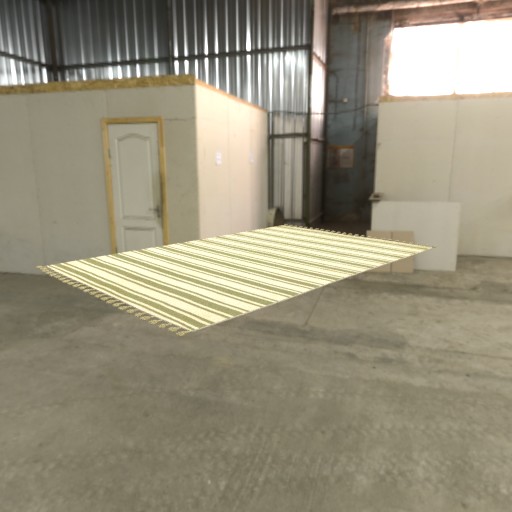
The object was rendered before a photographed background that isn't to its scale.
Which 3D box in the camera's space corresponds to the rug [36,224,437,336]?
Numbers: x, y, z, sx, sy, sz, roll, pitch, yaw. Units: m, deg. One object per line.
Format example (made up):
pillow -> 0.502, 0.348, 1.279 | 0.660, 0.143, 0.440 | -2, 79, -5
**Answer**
rug -> 0.000, 0.000, 3.103 | 1.540, 0.018, 2.435 | 13, 18, 43
